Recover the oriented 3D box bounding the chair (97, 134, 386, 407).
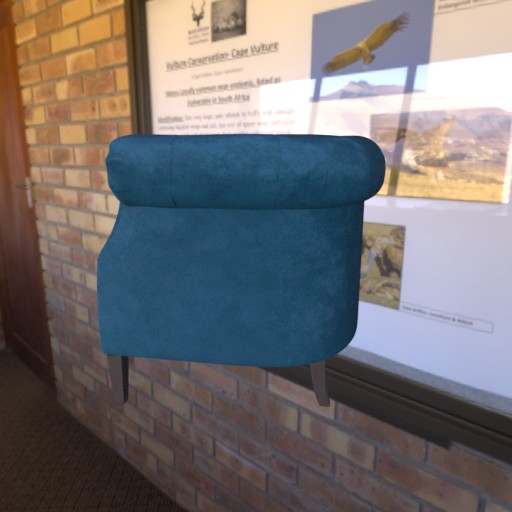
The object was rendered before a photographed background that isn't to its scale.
[{"bbox_3d":[0.000,0.000,1.584,0.851,0.826,0.904,2,13,10],"label":"chair"}]
